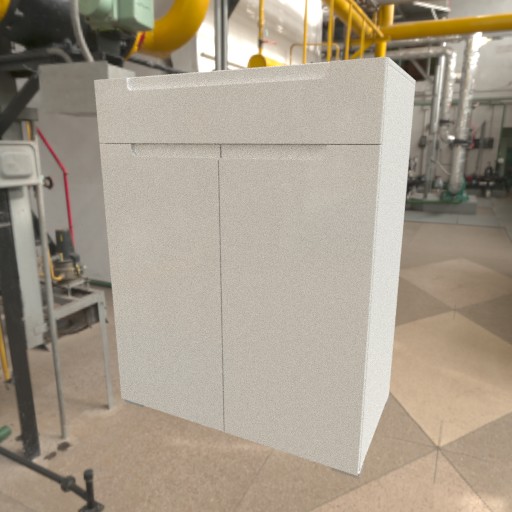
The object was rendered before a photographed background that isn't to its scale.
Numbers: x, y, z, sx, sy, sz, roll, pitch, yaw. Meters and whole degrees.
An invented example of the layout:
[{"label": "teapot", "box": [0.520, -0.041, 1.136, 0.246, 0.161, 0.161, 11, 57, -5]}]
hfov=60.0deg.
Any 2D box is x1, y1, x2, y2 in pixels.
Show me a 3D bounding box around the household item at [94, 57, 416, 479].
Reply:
[{"label": "household item", "box": [0.000, 0.000, 1.358, 0.790, 1.010, 0.420, 7, 16, 26]}]
